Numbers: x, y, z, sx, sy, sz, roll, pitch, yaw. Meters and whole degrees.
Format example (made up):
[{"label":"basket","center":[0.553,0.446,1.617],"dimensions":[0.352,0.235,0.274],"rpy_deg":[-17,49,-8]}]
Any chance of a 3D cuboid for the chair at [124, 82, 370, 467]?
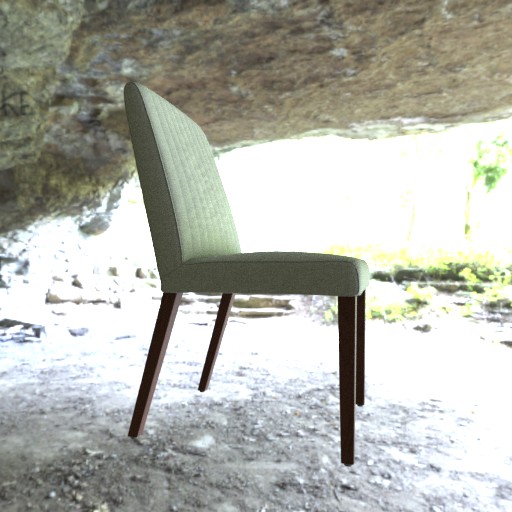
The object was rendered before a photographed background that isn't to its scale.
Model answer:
[{"label":"chair","center":[0.000,0.000,1.226],"dimensions":[0.594,0.900,0.480],"rpy_deg":[0,-1,17]}]
